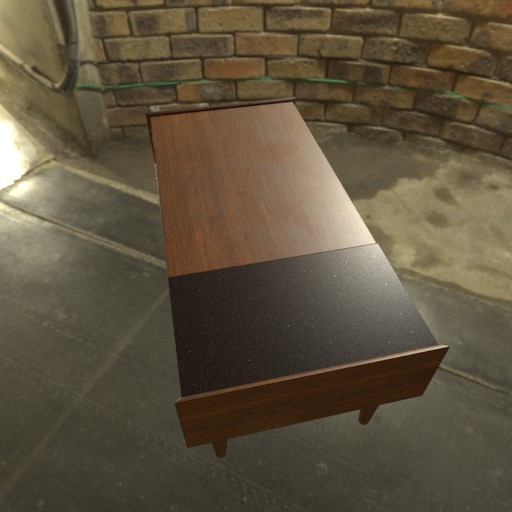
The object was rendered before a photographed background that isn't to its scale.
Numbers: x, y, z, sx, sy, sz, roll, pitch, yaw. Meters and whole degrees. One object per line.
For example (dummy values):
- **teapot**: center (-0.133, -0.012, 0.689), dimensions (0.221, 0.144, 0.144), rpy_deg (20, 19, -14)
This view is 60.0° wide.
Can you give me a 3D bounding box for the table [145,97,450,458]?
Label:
- **table**: center (0.000, 0.000, 1.536), dimensions (0.610, 0.508, 1.221), rpy_deg (-9, 46, -9)
